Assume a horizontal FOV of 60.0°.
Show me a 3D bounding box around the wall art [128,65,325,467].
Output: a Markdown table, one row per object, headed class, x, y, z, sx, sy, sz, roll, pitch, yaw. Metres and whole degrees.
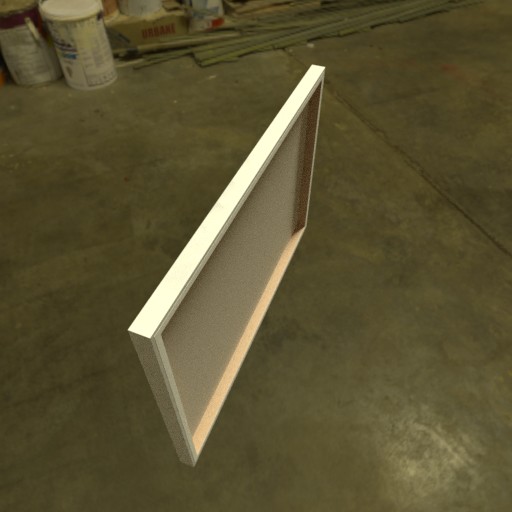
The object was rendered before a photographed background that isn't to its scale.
| class | x | y | z | sx | sy | sz | roll | pitch | yaw |
| --- | --- | --- | --- | --- | --- | --- | --- | --- | --- |
| wall art | 0.000 | 0.000 | 1.158 | 0.038 | 0.610 | 0.915 | 17 | 51 | 14 |
